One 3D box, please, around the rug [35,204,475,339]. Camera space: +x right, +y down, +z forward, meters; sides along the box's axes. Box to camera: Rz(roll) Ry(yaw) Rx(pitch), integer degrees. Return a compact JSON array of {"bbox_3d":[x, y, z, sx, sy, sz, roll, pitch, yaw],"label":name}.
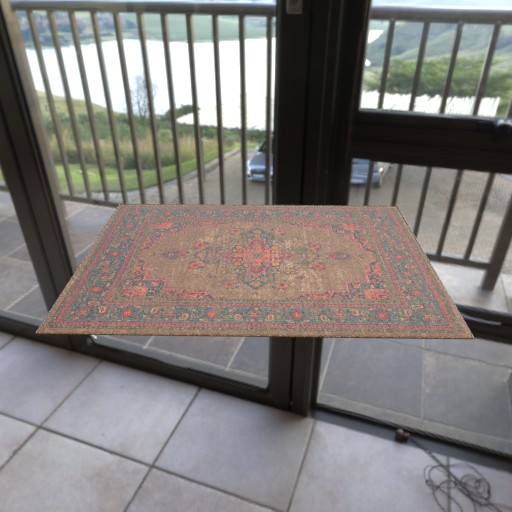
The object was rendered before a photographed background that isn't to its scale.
[{"bbox_3d":[0.000,0.000,3.758,2.890,0.013,2.005,1,32,1],"label":"rug"}]
